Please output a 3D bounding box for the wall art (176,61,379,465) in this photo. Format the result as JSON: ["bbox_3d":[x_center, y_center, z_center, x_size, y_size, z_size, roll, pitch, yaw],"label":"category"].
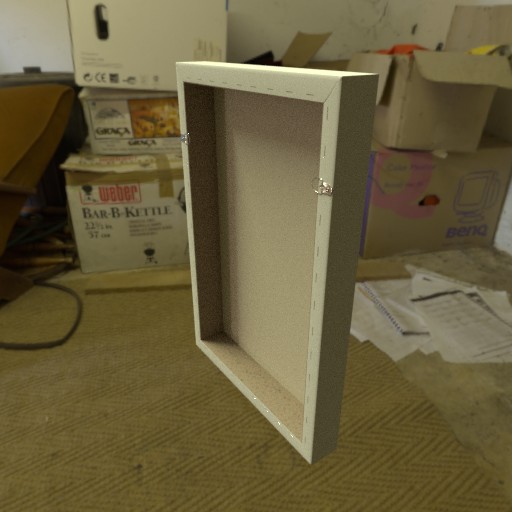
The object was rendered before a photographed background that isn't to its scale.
[{"bbox_3d":[0.000,0.000,0.485,0.039,0.381,0.252,-17,31,-31],"label":"wall art"}]
